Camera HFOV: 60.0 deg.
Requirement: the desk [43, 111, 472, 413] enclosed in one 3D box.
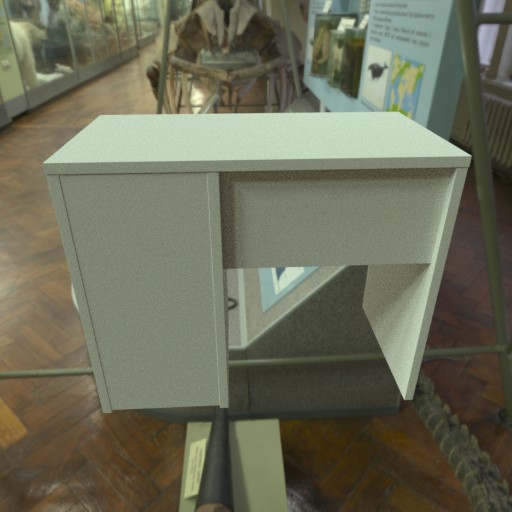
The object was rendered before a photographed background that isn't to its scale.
[{"bbox_3d":[0.000,0.000,1.313,0.898,0.730,0.482,-2,29,-3],"label":"desk"}]
